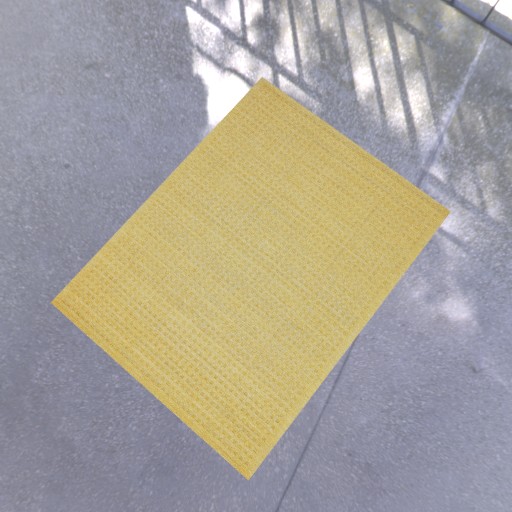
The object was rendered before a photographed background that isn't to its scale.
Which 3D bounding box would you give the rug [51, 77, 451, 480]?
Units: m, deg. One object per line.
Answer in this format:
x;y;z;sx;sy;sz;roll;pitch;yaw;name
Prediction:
0.000;0.000;4.411;2.486;0.015;3.242;38;79;9;rug
